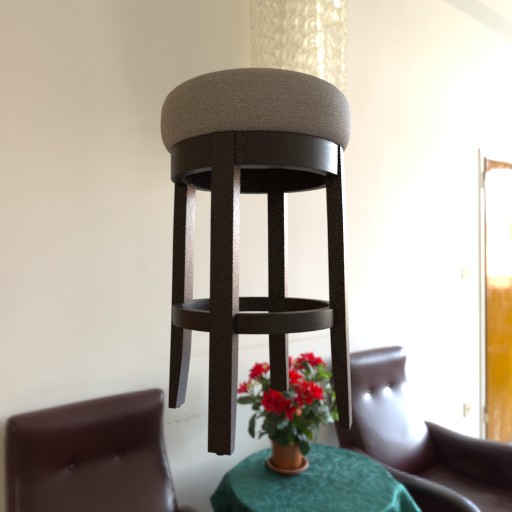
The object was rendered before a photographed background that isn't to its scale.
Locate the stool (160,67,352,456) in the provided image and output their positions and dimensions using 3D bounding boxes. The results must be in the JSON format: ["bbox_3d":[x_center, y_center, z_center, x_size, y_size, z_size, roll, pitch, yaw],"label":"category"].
[{"bbox_3d":[0.000,0.000,1.049,0.443,0.757,0.443,0,0,0],"label":"stool"}]
